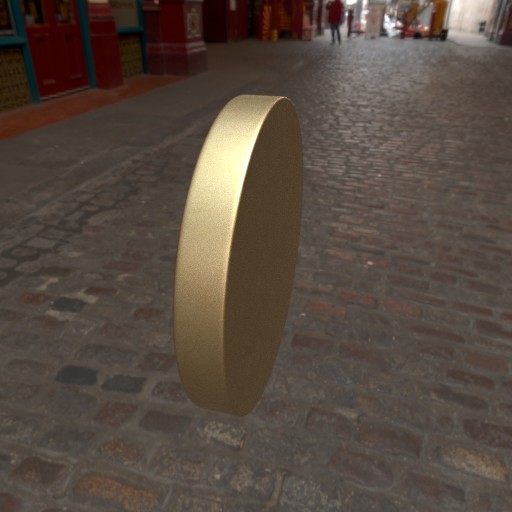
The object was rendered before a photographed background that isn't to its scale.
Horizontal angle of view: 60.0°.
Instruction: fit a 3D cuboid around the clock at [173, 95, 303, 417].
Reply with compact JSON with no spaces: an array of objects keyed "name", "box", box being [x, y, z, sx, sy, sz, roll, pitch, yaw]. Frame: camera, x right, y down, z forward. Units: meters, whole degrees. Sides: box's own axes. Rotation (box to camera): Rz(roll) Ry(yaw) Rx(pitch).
[{"name":"clock","box":[0.000,0.000,0.460,0.040,0.314,0.314,8,31,14]}]
